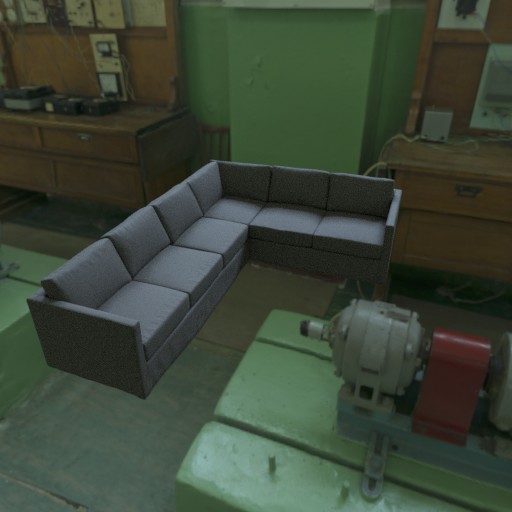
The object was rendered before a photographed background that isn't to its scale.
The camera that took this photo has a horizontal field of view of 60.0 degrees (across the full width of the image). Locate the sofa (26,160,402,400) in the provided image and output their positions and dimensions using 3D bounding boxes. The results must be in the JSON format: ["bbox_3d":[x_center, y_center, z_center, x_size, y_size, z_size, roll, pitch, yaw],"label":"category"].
[{"bbox_3d":[0.000,0.000,4.276,2.432,0.871,3.182,10,32,17],"label":"sofa"}]
